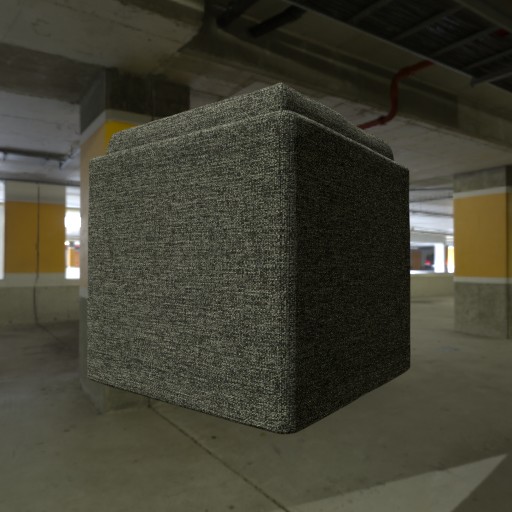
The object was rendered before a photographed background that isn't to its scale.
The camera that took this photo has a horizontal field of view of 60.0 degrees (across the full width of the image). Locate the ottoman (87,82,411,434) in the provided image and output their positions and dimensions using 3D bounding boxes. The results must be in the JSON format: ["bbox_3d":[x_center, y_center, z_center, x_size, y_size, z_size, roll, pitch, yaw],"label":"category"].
[{"bbox_3d":[0.000,0.000,0.839,0.450,0.463,0.450,-1,-1,38],"label":"ottoman"}]
